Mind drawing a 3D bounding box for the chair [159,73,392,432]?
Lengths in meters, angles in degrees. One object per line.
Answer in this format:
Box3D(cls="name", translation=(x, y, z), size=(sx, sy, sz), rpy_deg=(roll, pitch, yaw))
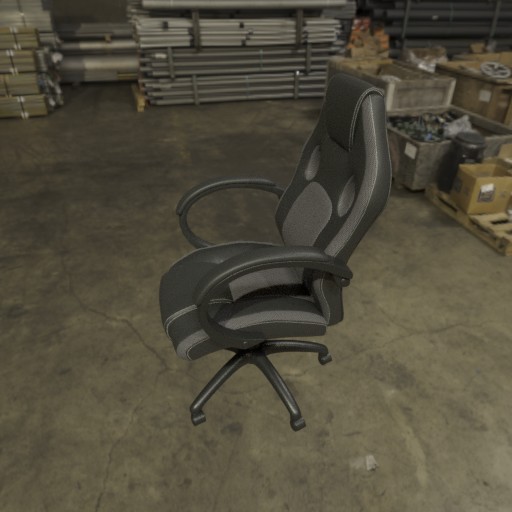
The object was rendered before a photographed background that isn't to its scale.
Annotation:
Box3D(cls="chair", translation=(0.000, 0.000, 1.608), size=(0.724, 1.187, 0.673), rpy_deg=(-7, 32, -11))
